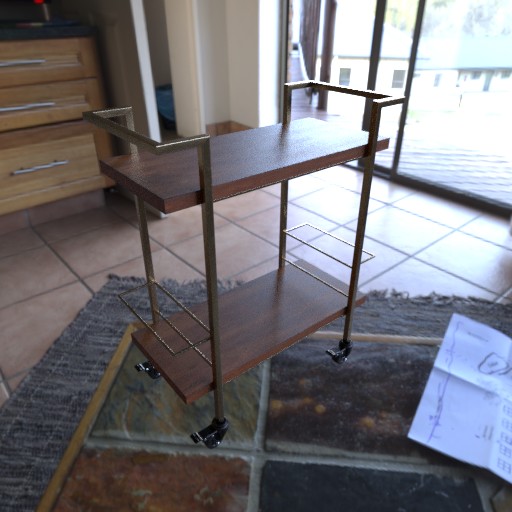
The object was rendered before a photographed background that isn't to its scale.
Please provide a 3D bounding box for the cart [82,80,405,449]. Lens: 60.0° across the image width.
[{"bbox_3d":[0.000,0.000,1.219,0.695,0.807,0.364,-22,37,-33],"label":"cart"}]
